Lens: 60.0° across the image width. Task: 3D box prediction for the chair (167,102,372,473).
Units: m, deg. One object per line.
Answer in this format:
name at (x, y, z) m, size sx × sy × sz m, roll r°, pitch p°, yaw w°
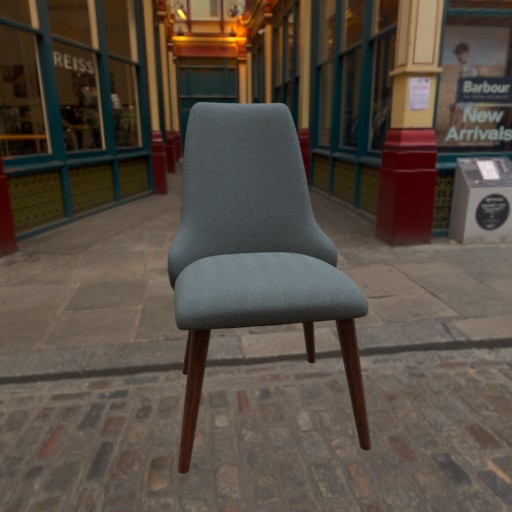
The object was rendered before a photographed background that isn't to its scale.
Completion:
chair at (0.000, 0.000, 1.360) m, size 0.535 × 0.918 × 0.707 m, roll -3°, pitch 17°, yaw -8°
